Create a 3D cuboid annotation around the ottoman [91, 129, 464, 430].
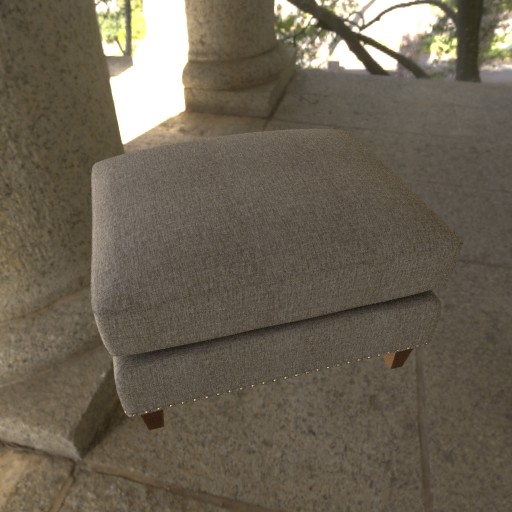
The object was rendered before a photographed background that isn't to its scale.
[{"bbox_3d":[0.000,0.000,1.142,0.741,0.513,0.584,-10,41,-12],"label":"ottoman"}]
